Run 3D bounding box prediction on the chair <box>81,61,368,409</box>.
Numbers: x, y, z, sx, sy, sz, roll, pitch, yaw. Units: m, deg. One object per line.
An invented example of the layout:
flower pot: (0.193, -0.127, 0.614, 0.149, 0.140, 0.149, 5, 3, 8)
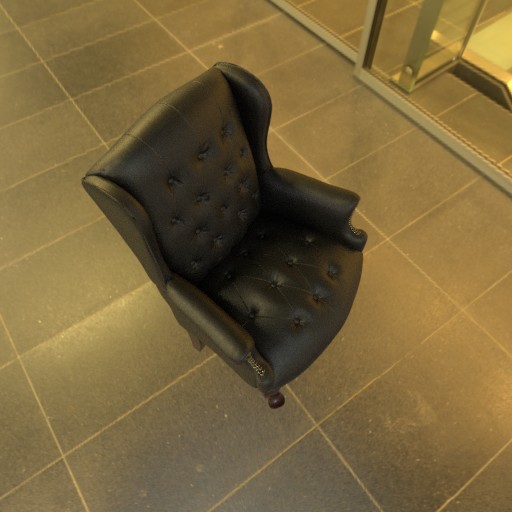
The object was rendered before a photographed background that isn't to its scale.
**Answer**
chair: (0.000, 0.000, 1.731, 0.822, 1.133, 0.831, 30, 63, 18)
